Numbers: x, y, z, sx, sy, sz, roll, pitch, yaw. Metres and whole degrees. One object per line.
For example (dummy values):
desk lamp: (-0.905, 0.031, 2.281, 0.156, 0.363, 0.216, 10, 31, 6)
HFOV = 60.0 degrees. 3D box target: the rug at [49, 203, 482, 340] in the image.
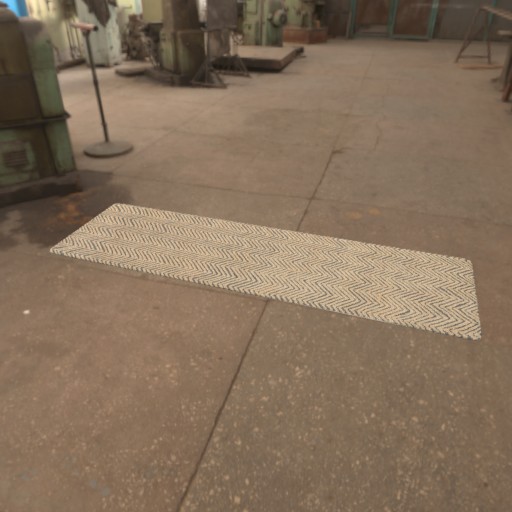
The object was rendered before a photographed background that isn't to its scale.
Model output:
rug: (0.000, 0.000, 2.491, 2.286, 0.008, 0.686, 10, 33, 16)
